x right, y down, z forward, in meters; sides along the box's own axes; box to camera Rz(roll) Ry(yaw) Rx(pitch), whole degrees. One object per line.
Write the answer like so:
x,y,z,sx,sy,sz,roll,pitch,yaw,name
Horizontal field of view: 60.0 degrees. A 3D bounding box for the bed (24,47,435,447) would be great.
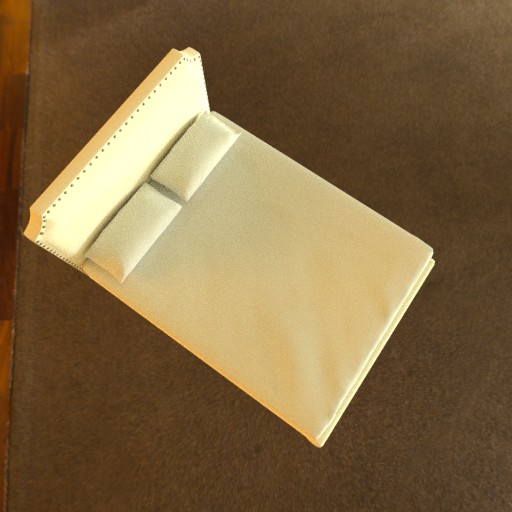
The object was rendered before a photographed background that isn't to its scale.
0.000,0.000,3.291,2.329,1.415,1.703,34,77,9,bed
